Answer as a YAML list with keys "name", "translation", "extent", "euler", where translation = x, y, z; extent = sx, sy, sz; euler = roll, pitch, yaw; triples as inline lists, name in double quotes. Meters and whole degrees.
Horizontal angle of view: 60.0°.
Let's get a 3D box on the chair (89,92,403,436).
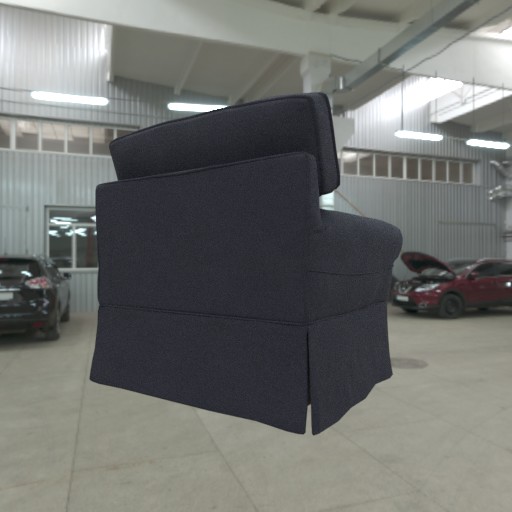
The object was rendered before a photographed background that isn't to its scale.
- name: "chair"
  translation: [0.000, 0.000, 2.021]
  extent: [1.119, 1.140, 1.002]
  euler: [0, -1, 35]
